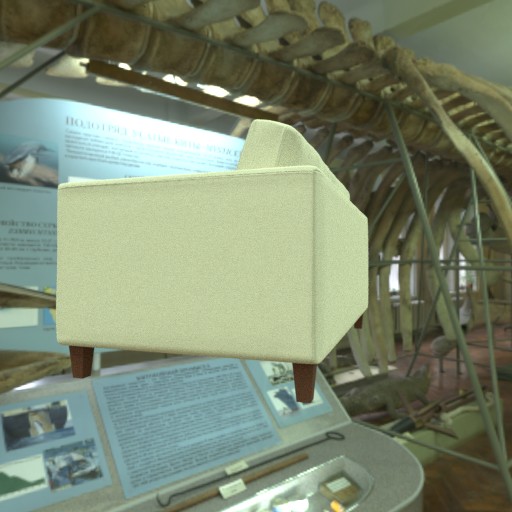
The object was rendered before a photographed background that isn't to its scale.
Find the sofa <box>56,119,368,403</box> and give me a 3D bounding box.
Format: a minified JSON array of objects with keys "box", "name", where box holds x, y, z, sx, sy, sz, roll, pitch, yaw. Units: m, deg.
[{"box":[0.000,0.000,2.195,0.964,0.888,1.702,0,-1,19],"name":"sofa"}]
